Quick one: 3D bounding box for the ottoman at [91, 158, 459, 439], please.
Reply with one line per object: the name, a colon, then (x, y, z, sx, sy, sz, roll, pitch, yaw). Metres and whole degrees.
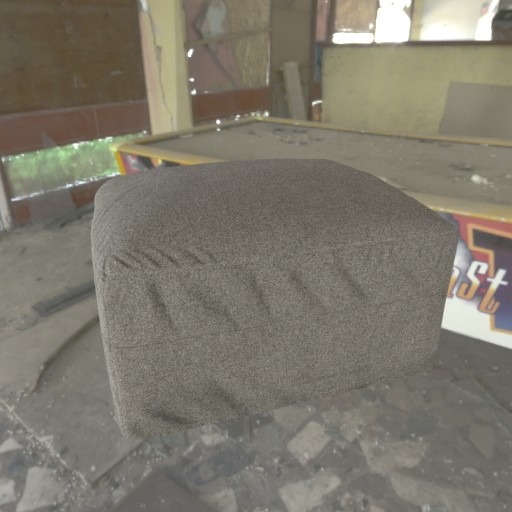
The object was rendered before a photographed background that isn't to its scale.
ottoman: (0.000, 0.000, 1.234, 0.837, 0.481, 0.683, -7, 26, -16)
